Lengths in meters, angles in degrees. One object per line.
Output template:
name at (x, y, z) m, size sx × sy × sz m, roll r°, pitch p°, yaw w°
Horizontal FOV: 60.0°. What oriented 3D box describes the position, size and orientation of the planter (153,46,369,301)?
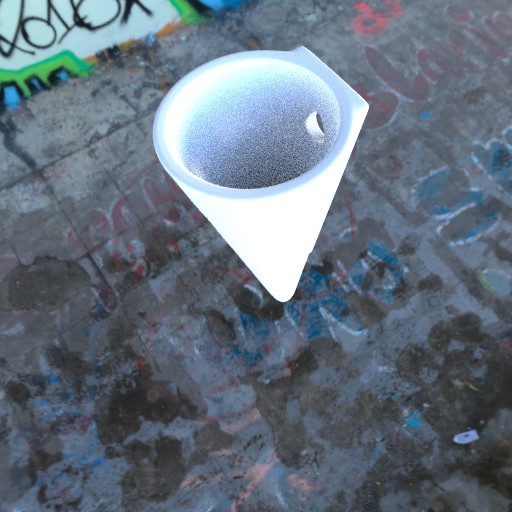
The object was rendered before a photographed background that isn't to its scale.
planter at (0.000, 0.000, 0.221) m, size 0.064 × 0.193 × 0.057 m, roll -33°, pitch 69°, yaw -15°
